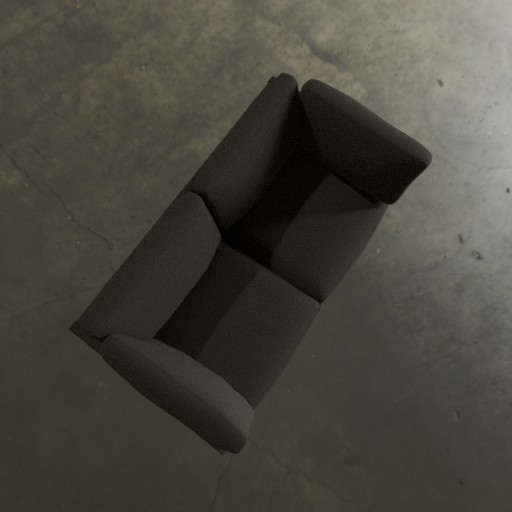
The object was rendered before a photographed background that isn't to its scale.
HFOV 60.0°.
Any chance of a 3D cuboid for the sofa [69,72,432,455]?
[{"bbox_3d":[0.000,0.000,2.409,0.969,0.920,1.751,34,77,9],"label":"sofa"}]
